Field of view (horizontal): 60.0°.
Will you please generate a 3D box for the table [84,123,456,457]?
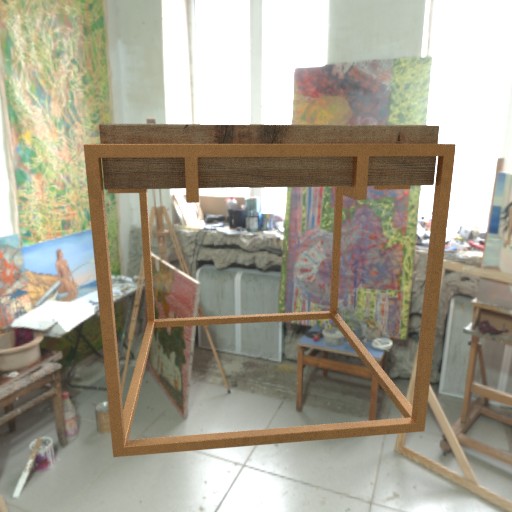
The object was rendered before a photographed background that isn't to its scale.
[{"bbox_3d":[0.000,0.000,1.057,0.599,0.584,0.599,-2,15,-7],"label":"table"}]
